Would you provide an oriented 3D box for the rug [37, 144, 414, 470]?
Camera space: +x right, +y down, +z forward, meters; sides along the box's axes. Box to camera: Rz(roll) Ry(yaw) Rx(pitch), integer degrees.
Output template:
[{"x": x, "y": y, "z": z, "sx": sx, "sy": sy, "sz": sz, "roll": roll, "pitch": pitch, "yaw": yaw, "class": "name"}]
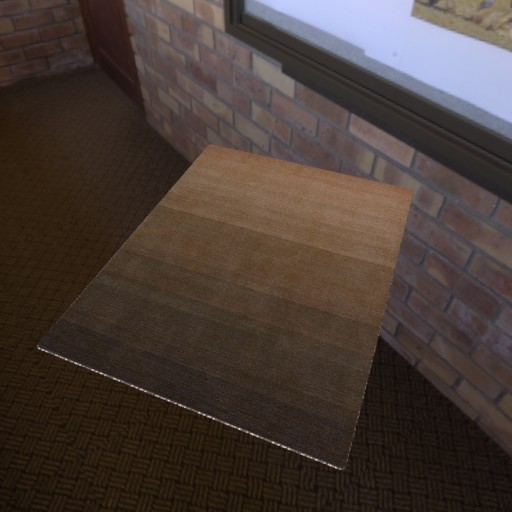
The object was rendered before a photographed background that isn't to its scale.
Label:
[{"x": 0.000, "y": 0.000, "z": 3.863, "sx": 2.305, "sy": 0.017, "sz": 2.902, "roll": 16, "pitch": 49, "yaw": 15, "class": "rug"}]
